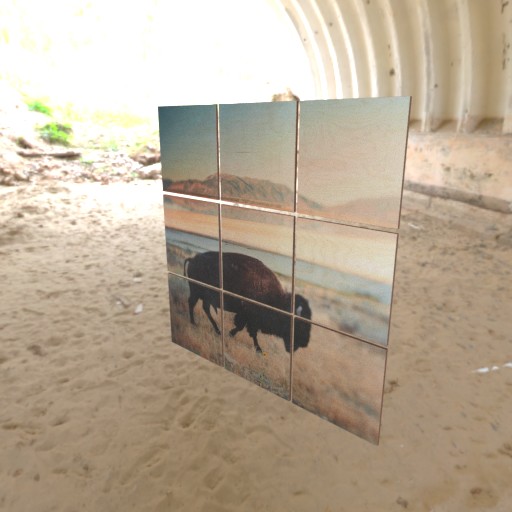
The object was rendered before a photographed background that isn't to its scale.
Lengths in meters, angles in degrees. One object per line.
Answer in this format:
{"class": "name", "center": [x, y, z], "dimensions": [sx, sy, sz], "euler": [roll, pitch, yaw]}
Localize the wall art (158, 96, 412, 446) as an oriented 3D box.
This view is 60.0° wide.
{"class": "wall art", "center": [0.000, 0.000, 1.858], "dimensions": [1.221, 1.218, 0.019], "euler": [15, 22, 40]}
